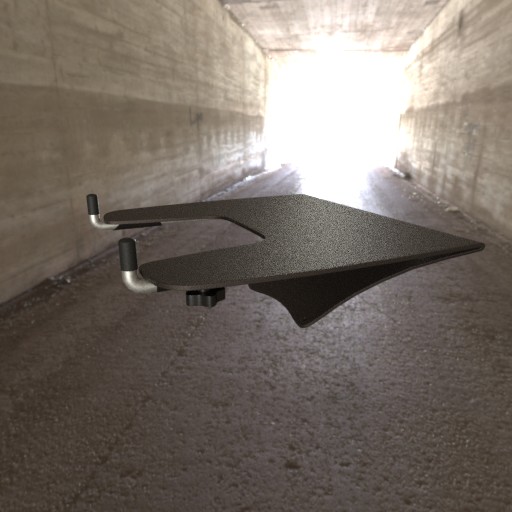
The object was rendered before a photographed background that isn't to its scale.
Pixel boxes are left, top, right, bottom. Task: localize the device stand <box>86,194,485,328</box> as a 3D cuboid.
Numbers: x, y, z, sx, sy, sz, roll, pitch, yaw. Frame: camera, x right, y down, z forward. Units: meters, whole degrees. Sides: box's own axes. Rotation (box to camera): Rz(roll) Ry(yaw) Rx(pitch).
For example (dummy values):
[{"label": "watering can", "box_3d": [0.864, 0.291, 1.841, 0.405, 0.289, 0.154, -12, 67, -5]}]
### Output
[{"label": "device stand", "box_3d": [0.000, 0.000, 0.353, 0.230, 0.092, 0.230, -8, 19, -24]}]
